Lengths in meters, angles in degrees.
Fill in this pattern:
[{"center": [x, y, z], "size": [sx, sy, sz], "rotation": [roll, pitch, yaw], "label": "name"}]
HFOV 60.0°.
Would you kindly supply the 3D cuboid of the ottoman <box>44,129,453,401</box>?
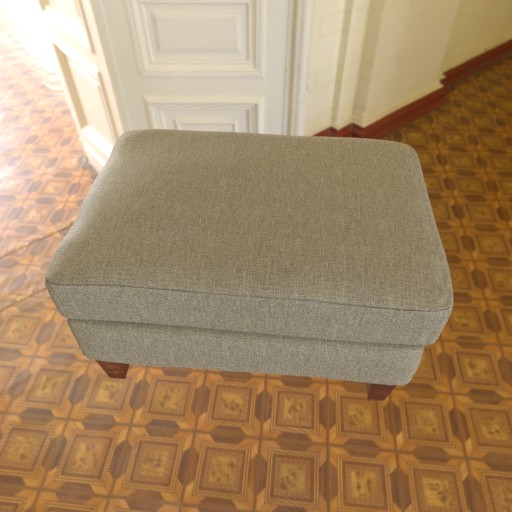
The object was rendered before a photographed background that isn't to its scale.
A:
[{"center": [0.000, 0.000, 1.241], "size": [0.873, 0.494, 0.639], "rotation": [4, 47, 4], "label": "ottoman"}]
